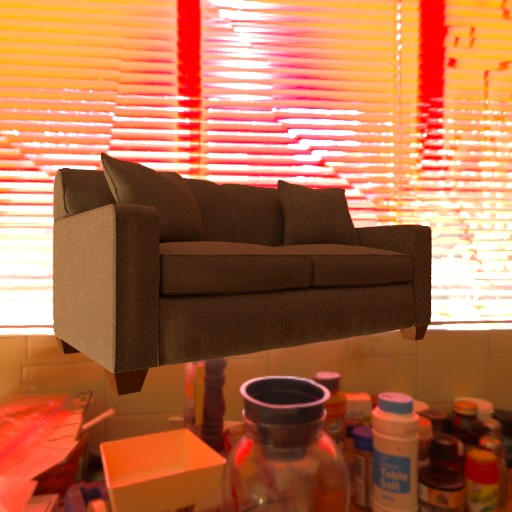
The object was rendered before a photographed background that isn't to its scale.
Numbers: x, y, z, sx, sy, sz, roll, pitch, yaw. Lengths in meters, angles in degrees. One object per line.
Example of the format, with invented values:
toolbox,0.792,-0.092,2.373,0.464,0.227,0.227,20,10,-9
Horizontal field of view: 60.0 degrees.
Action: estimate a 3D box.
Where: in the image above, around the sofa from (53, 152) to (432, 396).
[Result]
sofa,0.000,0.000,2.379,1.846,0.958,1.000,0,0,-36
